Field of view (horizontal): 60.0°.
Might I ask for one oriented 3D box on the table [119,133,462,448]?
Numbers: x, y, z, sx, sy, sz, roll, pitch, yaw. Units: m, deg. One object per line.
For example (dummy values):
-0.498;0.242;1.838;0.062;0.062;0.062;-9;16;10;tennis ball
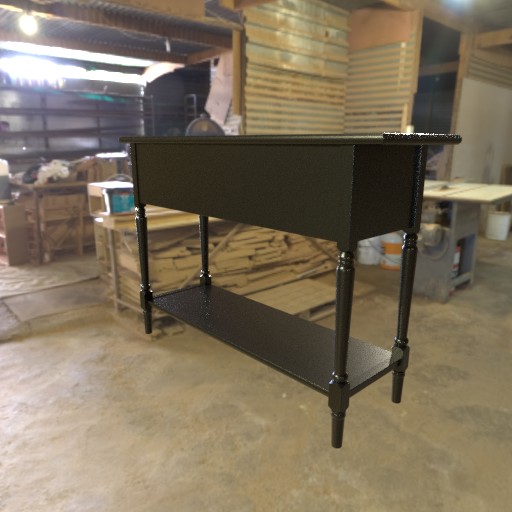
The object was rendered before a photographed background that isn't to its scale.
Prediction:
0.000;0.000;1.568;0.386;0.819;1.191;-13;20;-41;table
